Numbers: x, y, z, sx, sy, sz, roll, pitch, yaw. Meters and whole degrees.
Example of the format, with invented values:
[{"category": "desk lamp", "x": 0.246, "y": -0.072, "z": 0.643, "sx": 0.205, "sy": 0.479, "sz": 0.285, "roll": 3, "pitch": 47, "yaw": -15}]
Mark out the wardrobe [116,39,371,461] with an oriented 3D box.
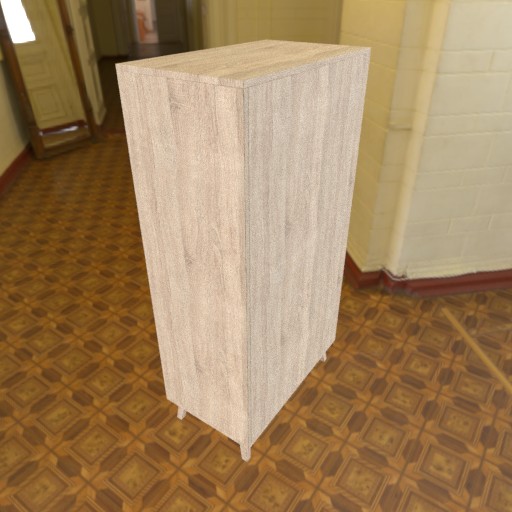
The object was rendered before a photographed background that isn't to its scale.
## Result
[{"category": "wardrobe", "x": 0.000, "y": 0.000, "z": 2.349, "sx": 0.600, "sy": 1.960, "sz": 1.000, "roll": 20, "pitch": 37, "yaw": 29}]
